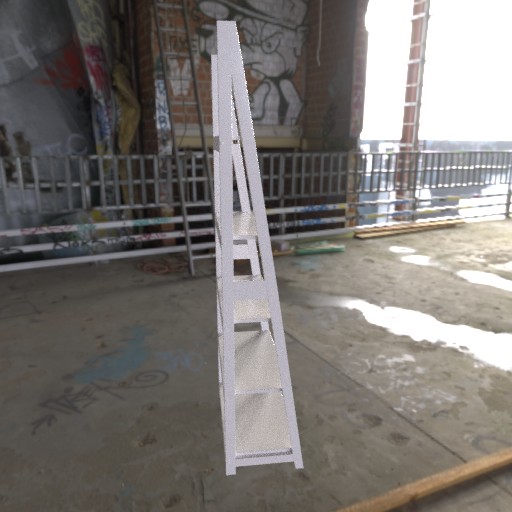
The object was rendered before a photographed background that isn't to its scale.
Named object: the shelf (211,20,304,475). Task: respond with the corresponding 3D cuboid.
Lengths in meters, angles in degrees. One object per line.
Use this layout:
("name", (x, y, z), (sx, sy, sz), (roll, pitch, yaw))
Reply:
("shelf", (0.000, 0.000, 2.009), (0.341, 1.779, 0.636), (-2, 15, -7))
